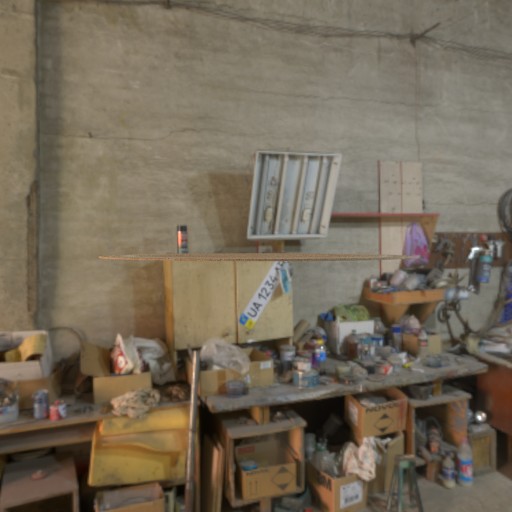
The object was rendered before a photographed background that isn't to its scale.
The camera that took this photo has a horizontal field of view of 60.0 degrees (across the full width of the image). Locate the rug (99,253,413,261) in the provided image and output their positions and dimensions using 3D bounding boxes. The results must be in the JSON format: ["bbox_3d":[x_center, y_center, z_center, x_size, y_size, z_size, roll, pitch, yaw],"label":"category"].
[{"bbox_3d":[0.000,0.000,3.661,2.444,0.015,2.444,0,1,0],"label":"rug"}]
